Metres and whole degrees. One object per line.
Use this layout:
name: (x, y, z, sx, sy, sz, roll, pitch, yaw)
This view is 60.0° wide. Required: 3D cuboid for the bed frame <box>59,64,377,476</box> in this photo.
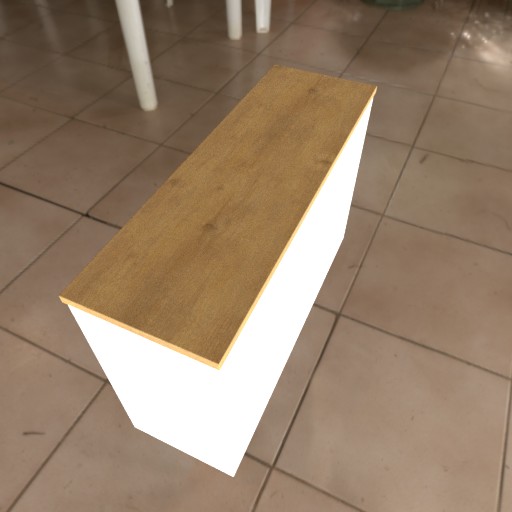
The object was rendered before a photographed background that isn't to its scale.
bed frame: (0.000, 0.000, 1.697, 0.430, 0.850, 1.300, 19, 51, 16)
